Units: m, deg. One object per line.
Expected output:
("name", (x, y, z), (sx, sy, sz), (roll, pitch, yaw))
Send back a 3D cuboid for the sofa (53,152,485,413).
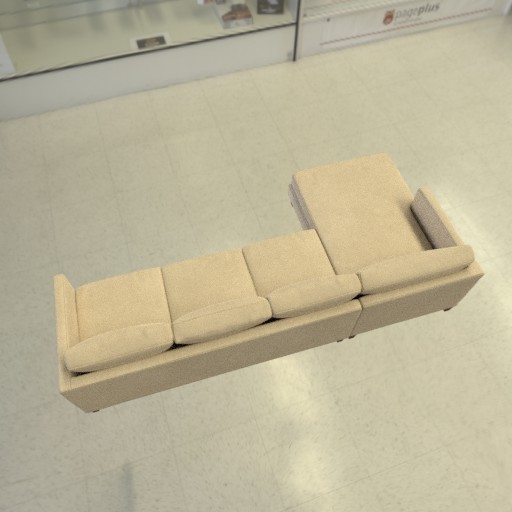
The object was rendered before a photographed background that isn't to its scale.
("sofa", (0.000, 0.000, 3.758), (3.186, 0.846, 1.625), (-14, 59, -9))
